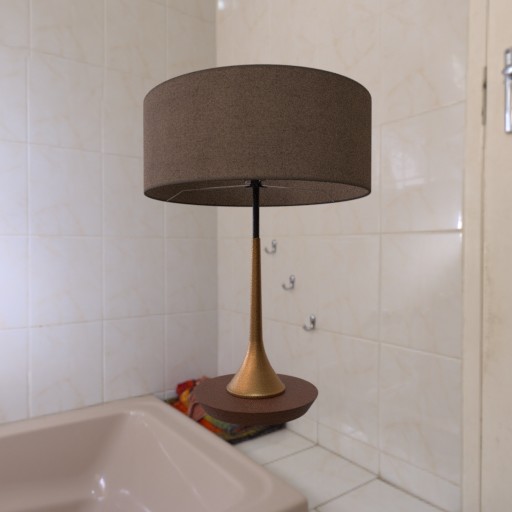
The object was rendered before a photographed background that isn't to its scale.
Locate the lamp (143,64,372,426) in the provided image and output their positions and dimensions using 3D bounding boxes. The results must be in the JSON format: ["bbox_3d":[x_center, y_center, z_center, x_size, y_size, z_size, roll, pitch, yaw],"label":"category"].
[{"bbox_3d":[0.000,0.000,0.813,0.396,0.551,0.417,-1,1,-35],"label":"lamp"}]
